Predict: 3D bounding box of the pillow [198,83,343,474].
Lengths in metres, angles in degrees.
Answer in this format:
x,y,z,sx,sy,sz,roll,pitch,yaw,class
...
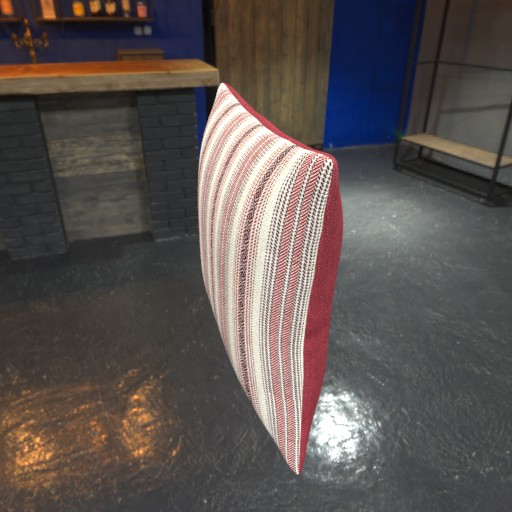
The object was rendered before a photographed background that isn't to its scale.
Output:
x,y,z,sx,sy,sz,roll,pitch,yaw,class
0.000,0.000,0.768,0.166,0.497,0.513,-8,31,-14,pillow
